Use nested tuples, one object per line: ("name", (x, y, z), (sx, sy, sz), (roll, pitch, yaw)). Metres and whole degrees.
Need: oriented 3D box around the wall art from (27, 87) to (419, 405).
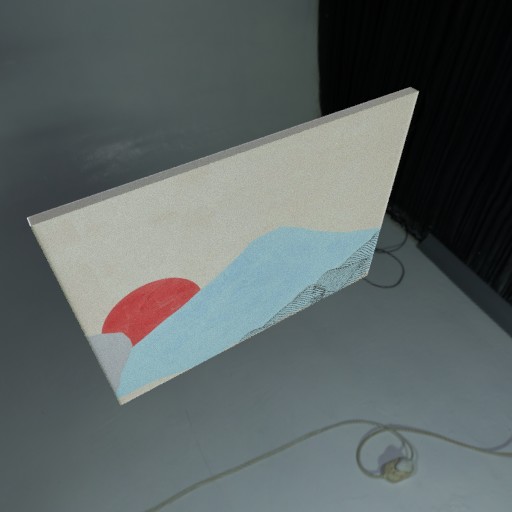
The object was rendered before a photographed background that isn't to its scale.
("wall art", (0.000, 0.000, 1.560), (1.219, 0.912, 0.042), (-24, 51, -21))
